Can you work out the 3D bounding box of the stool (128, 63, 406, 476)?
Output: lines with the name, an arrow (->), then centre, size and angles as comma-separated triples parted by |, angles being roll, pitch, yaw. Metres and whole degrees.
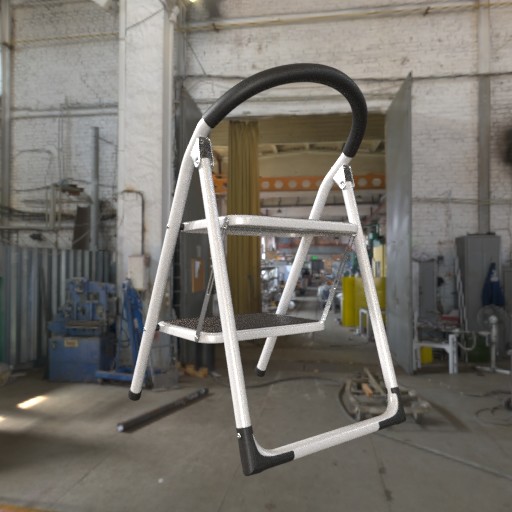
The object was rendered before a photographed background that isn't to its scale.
stool -> 0.000, 0.000, 1.099 | 0.453, 0.760, 0.559 | 1, -1, -36
